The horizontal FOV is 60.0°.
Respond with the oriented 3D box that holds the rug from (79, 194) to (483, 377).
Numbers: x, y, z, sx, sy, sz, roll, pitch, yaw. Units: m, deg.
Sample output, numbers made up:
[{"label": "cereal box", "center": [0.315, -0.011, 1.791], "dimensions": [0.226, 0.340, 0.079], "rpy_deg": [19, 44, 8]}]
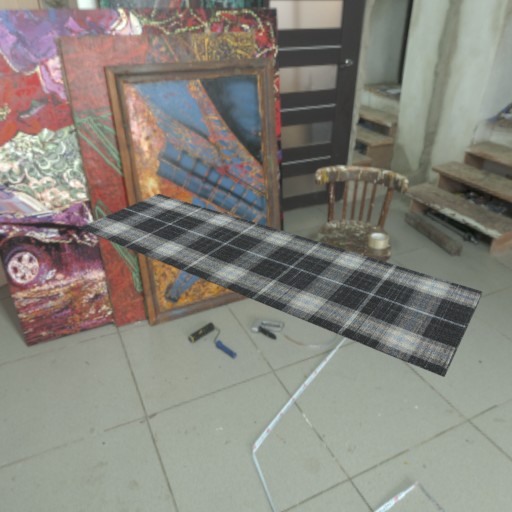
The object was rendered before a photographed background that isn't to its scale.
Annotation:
[{"label": "rug", "center": [0.000, 0.000, 2.702], "dimensions": [2.434, 0.012, 0.760], "rpy_deg": [19, 35, 30]}]
